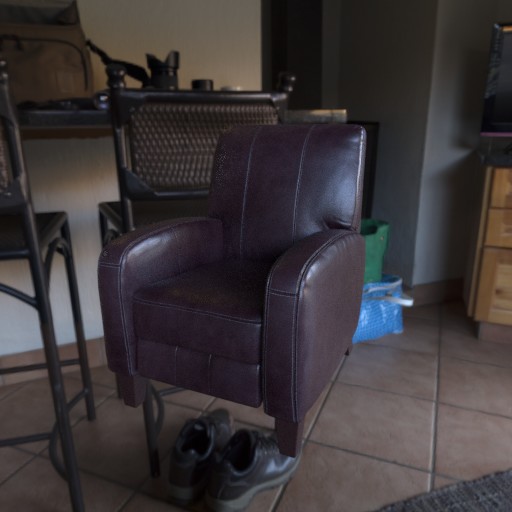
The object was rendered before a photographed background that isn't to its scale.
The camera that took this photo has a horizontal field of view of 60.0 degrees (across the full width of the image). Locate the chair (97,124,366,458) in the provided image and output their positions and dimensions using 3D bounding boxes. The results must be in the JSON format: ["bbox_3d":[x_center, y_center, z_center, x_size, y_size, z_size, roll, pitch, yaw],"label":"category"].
[{"bbox_3d":[0.000,0.000,1.724,0.762,0.990,0.990,7,17,24],"label":"chair"}]
